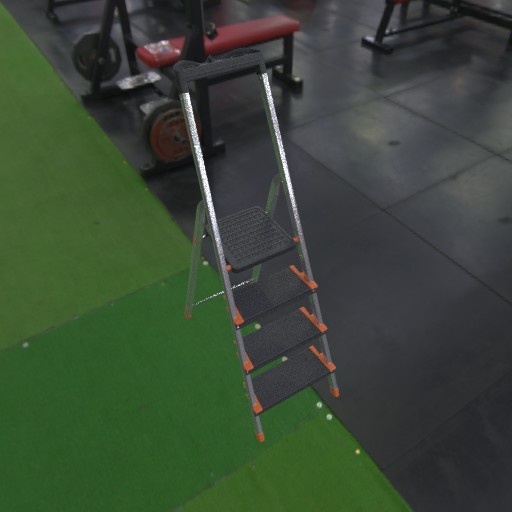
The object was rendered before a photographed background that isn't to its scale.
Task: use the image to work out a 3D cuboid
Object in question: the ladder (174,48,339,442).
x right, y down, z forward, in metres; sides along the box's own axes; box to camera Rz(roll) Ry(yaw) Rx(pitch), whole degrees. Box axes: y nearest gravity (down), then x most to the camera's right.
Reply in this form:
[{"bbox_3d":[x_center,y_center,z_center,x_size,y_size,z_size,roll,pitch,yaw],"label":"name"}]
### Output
[{"bbox_3d":[0.000,0.000,1.819,0.452,1.429,0.834,-23,49,-21],"label":"ladder"}]
